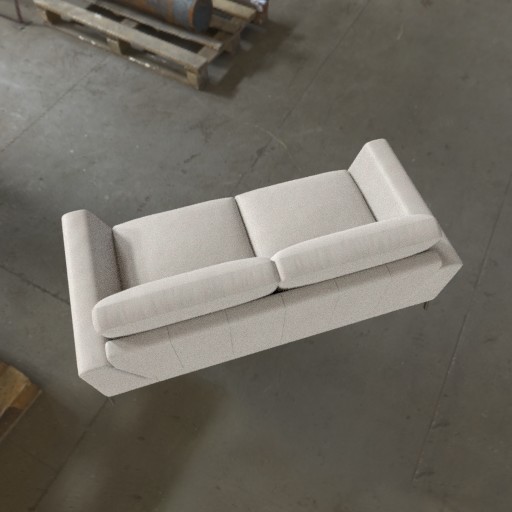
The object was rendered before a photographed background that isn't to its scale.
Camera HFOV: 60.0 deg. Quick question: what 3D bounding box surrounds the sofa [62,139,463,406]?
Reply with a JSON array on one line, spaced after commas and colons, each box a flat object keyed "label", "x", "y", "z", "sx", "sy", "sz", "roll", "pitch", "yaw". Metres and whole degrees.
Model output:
[{"label": "sofa", "x": 0.000, "y": 0.000, "z": 2.545, "sx": 2.017, "sy": 0.875, "sz": 0.953, "roll": -15, "pitch": 61, "yaw": -9}]
